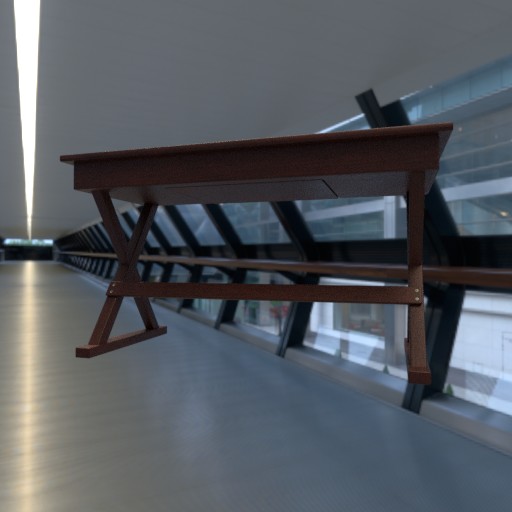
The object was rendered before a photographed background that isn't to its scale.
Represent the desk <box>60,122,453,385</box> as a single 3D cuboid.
[{"bbox_3d":[0.000,0.000,1.756,1.372,0.761,0.600,0,-1,17],"label":"desk"}]
